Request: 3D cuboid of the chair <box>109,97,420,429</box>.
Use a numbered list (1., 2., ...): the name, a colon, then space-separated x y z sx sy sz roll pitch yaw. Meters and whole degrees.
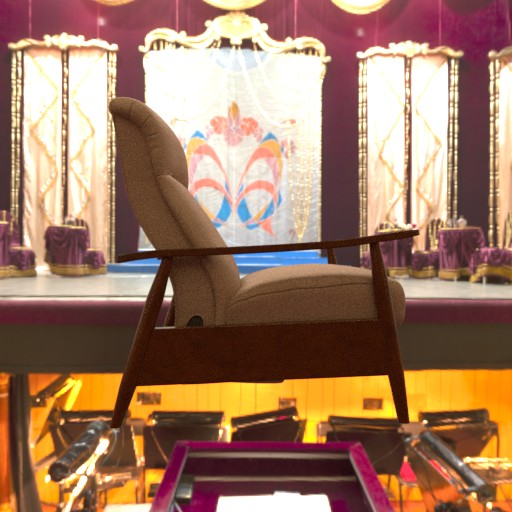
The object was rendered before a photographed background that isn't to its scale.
1. chair: 0.000 0.000 1.780 1.030 1.082 0.762 0 0 -2
